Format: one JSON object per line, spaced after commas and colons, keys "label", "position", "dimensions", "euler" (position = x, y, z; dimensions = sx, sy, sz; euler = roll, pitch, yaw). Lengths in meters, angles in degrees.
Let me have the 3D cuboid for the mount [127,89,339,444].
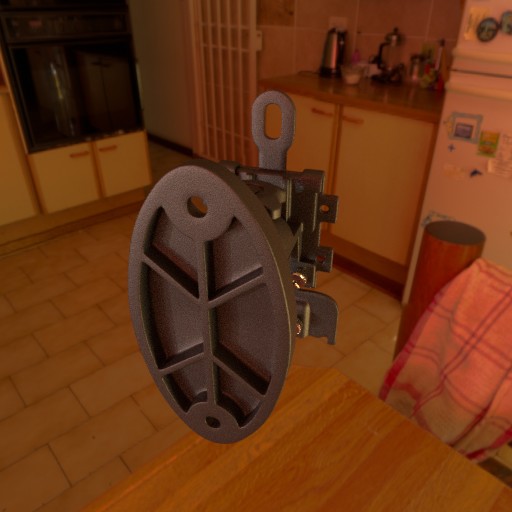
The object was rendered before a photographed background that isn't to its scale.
{"label": "mount", "position": [0.000, 0.000, 0.176], "dimensions": [0.066, 0.118, 0.100], "euler": [9, 32, 15]}
